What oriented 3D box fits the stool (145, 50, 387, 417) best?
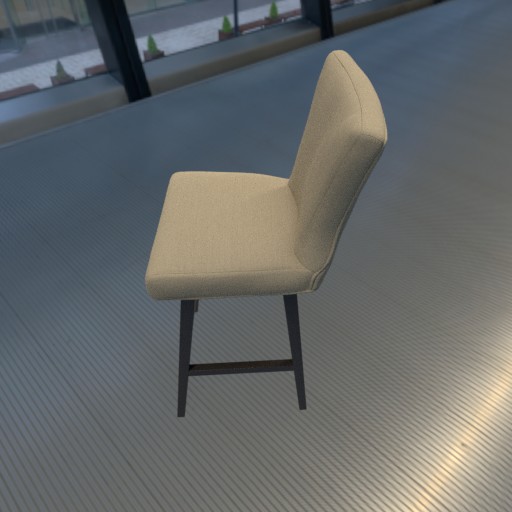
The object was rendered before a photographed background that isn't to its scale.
[{"bbox_3d":[0.000,0.000,1.394,0.574,1.086,0.514,0,42,0],"label":"stool"}]
